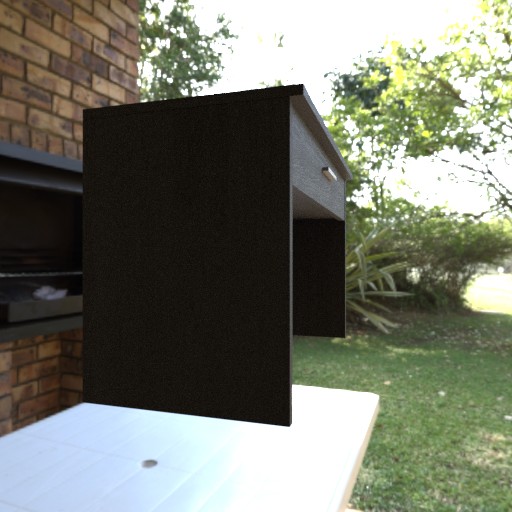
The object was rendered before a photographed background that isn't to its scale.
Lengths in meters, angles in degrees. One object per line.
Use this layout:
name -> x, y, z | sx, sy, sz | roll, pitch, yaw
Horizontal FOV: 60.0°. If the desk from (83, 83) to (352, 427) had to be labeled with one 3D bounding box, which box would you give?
desk -> 0.000, 0.000, 1.542 | 0.557, 0.729, 1.099 | 0, 0, 18
